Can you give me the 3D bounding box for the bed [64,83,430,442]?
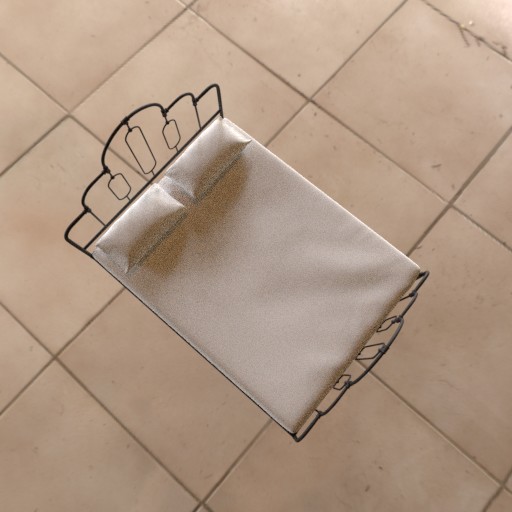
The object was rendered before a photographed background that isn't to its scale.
[{"bbox_3d":[0.000,0.000,3.253,2.163,1.429,1.640,39,79,9],"label":"bed"}]
